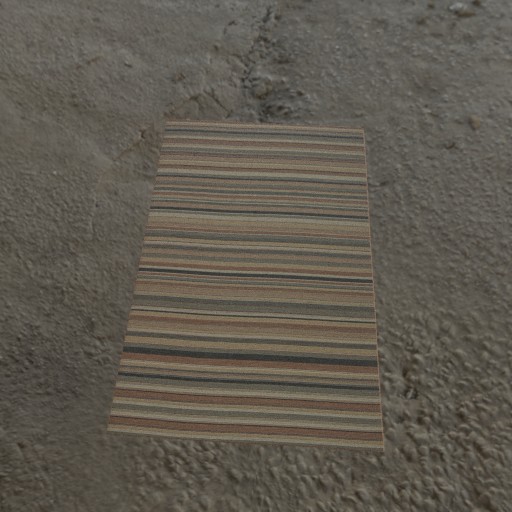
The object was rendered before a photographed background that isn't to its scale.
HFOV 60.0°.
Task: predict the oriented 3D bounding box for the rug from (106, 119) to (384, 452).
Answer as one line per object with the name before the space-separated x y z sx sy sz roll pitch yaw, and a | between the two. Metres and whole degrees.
rug | 0.000 0.000 2.337 1.219 0.008 1.829 3 64 1
